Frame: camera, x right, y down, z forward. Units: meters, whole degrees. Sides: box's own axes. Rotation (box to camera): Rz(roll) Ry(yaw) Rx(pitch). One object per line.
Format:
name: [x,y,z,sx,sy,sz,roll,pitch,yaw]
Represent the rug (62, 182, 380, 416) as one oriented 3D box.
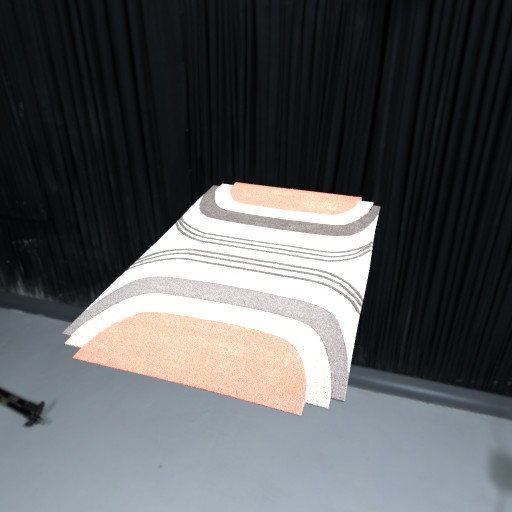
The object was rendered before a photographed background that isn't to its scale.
rug: [0.000,0.000,3.085,1.530,0.017,2.446,9,33,15]
